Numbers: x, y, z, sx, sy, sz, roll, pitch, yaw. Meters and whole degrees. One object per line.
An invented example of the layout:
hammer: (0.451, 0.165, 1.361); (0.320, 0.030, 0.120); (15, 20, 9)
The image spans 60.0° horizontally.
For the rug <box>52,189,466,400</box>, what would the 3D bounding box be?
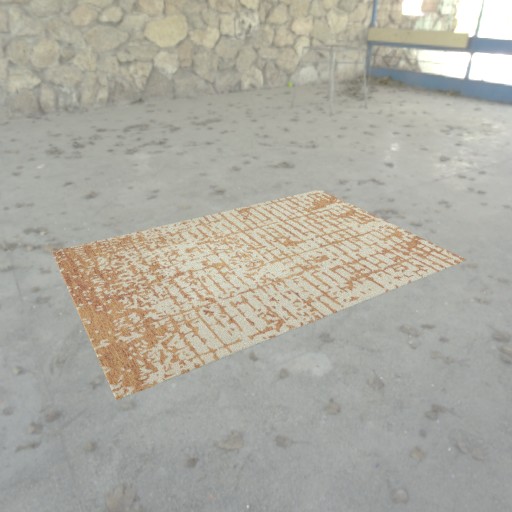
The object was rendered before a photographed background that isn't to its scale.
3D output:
rug: (0.000, 0.000, 2.346); (1.829, 0.011, 1.219); (-16, 33, -27)
